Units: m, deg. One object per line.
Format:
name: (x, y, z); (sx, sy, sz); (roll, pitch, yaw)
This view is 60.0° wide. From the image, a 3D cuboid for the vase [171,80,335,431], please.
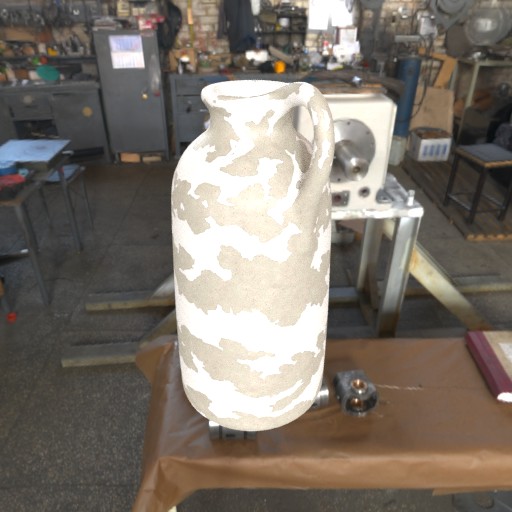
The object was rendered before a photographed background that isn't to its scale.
vase: (0.000, 0.000, 0.494); (0.186, 0.382, 0.203); (-20, 36, -30)
